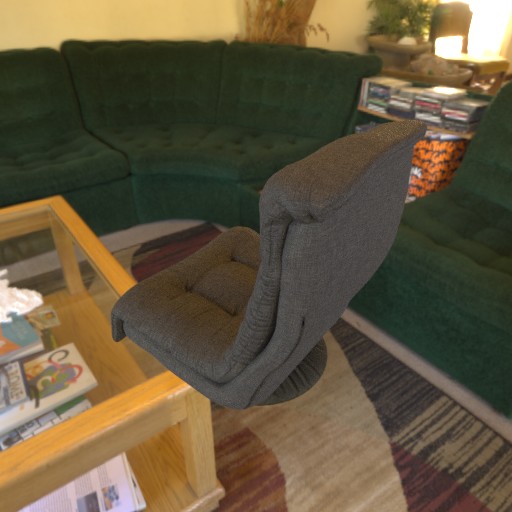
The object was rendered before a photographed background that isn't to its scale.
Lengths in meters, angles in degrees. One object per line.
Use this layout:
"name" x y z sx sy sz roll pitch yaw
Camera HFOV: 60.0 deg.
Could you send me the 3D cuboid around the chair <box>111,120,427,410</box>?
"chair" 0.000 0.000 1.207 0.668 0.749 0.597 21 38 30
